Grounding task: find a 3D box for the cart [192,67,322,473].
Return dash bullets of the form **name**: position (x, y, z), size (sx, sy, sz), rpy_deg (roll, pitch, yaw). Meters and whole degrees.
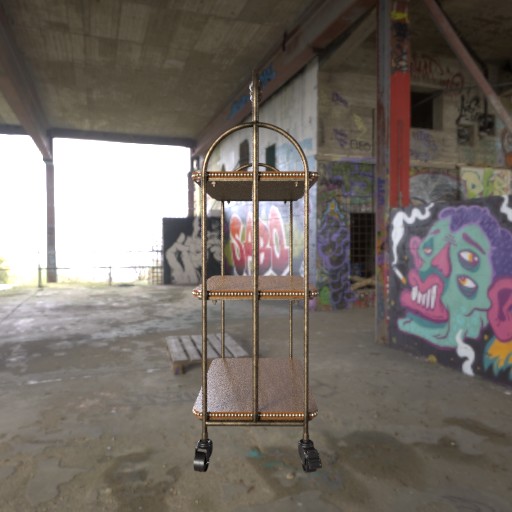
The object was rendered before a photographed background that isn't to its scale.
- **cart**: position (0.000, 0.000, 1.354), size (0.330, 1.052, 0.650), rpy_deg (0, 2, 1)
